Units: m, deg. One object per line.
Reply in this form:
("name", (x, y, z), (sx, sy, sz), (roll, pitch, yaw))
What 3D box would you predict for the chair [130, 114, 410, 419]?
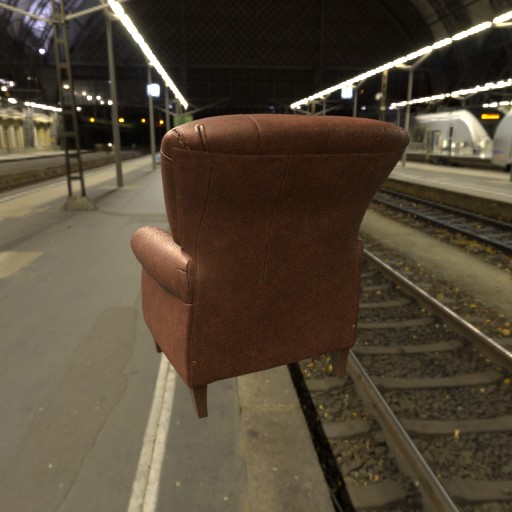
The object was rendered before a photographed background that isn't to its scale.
("chair", (0.000, 0.000, 1.970), (0.979, 1.162, 1.031), (-7, 16, -26))
